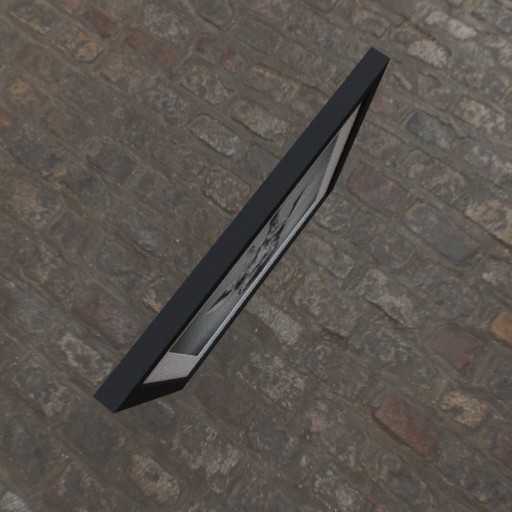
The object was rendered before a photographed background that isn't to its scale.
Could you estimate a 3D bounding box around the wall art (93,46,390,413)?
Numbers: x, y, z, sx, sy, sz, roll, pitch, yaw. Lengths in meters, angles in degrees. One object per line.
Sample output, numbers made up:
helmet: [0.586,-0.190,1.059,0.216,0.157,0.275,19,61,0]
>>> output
wall art: [0.000,0.000,0.760,0.031,0.457,0.558,36,79,8]
